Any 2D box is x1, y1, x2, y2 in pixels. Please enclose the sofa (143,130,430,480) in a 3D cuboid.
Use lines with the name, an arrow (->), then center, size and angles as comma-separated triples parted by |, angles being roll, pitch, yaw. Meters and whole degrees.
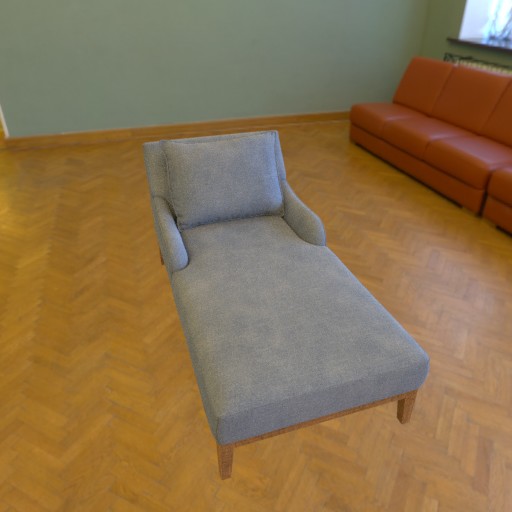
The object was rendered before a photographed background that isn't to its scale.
sofa -> 0.000, 0.000, 2.305 | 0.904, 0.883, 1.779 | -10, 33, -16
